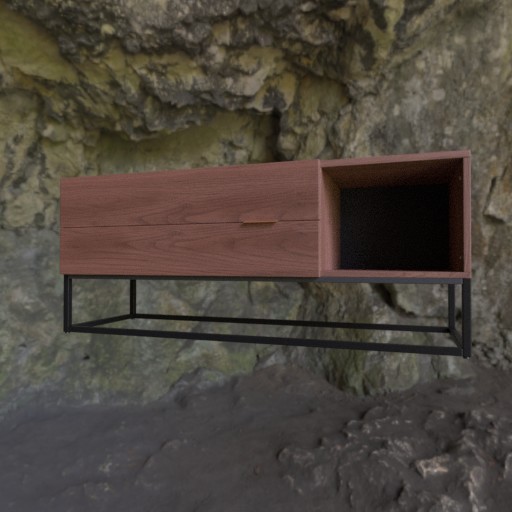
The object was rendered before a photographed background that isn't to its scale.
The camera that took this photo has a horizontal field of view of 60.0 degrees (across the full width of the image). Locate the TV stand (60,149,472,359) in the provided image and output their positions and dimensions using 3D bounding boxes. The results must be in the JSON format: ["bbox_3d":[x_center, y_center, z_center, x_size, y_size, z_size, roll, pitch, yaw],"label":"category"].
[{"bbox_3d":[0.000,0.000,1.413,1.200,0.500,0.415,0,-1,19],"label":"TV stand"}]
